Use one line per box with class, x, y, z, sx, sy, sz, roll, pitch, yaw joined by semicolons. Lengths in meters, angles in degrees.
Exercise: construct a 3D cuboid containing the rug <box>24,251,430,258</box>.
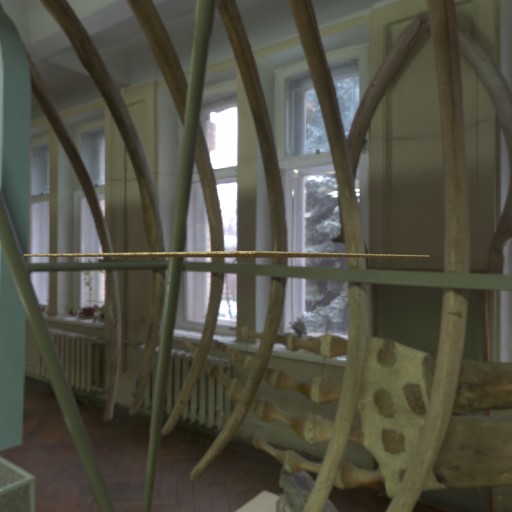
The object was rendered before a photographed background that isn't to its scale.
rug;0.000;0.000;2.780;1.566;0.013;2.141;0;-1;36
